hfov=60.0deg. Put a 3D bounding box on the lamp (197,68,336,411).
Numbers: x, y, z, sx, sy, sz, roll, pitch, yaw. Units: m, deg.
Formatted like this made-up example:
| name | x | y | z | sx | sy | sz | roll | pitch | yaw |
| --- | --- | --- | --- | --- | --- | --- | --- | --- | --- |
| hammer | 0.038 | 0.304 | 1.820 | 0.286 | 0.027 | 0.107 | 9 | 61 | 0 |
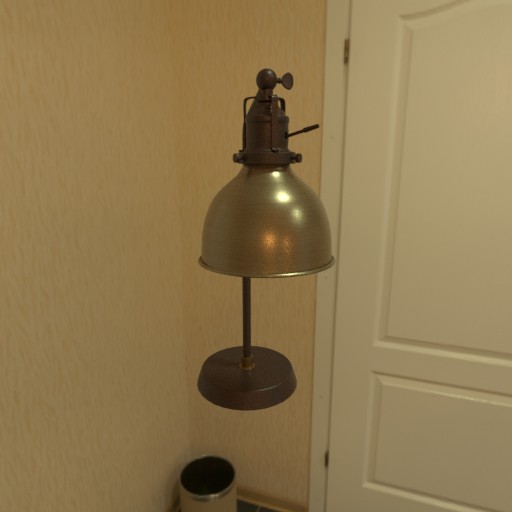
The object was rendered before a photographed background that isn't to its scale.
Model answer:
| name | x | y | z | sx | sy | sz | roll | pitch | yaw |
| --- | --- | --- | --- | --- | --- | --- | --- | --- | --- |
| lamp | 0.000 | 0.000 | 0.615 | 0.175 | 0.469 | 0.298 | -2 | 16 | -9 |
